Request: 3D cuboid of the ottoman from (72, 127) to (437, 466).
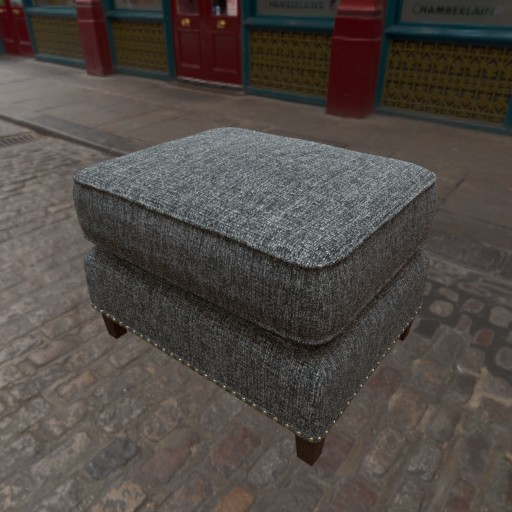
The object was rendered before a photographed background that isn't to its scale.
[{"bbox_3d":[0.000,0.000,1.145,0.738,0.537,0.589,21,36,32],"label":"ottoman"}]
